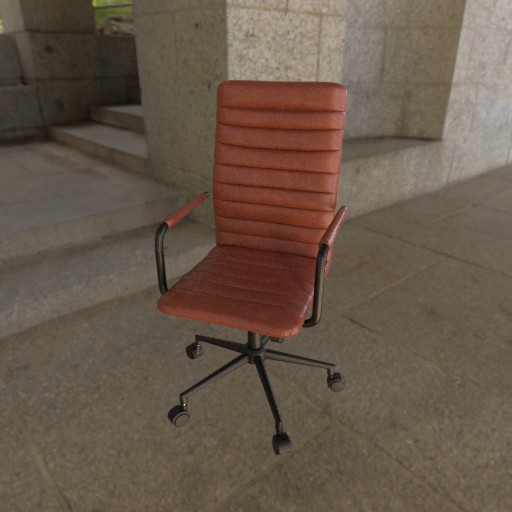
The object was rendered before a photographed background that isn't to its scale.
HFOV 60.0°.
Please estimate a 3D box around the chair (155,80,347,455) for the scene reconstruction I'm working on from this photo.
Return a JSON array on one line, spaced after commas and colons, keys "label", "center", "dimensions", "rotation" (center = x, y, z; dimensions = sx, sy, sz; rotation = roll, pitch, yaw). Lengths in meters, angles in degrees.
[{"label": "chair", "center": [0.000, 0.000, 1.358], "dimensions": [0.608, 0.979, 0.580], "rotation": [9, 26, 18]}]
